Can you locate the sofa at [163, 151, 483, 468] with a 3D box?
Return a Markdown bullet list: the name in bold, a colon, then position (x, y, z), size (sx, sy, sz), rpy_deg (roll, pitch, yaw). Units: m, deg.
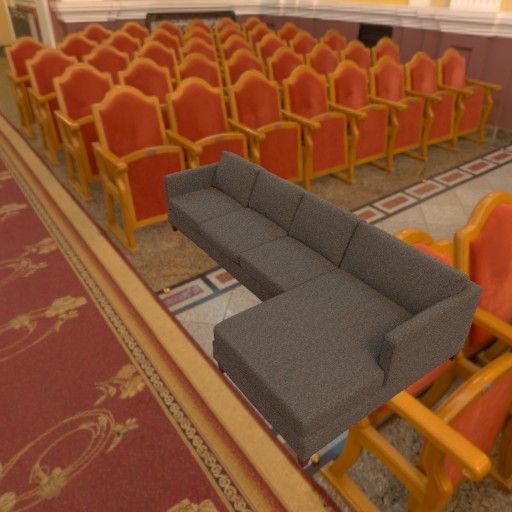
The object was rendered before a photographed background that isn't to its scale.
- **sofa**: position (0.000, 0.000, 3.886), size (1.625, 0.846, 3.186), rpy_deg (-21, 38, -29)
